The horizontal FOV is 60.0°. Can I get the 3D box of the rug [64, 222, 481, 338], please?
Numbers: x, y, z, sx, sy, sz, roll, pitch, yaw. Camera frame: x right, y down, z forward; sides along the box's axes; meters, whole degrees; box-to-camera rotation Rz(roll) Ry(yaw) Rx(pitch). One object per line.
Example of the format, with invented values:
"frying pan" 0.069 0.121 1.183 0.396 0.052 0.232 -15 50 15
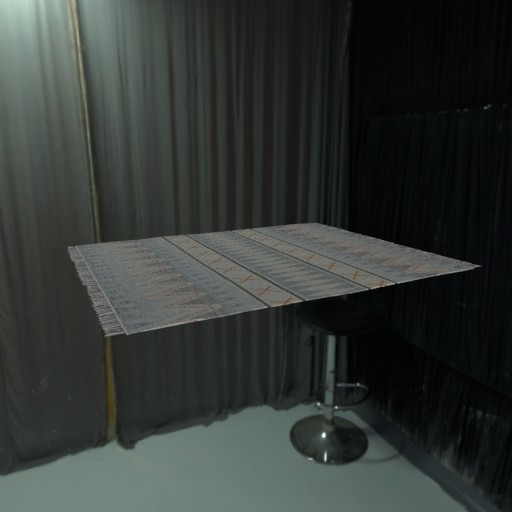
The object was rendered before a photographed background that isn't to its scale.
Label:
"rug" 0.000 0.000 3.973 3.000 0.012 2.371 -7 16 -27
